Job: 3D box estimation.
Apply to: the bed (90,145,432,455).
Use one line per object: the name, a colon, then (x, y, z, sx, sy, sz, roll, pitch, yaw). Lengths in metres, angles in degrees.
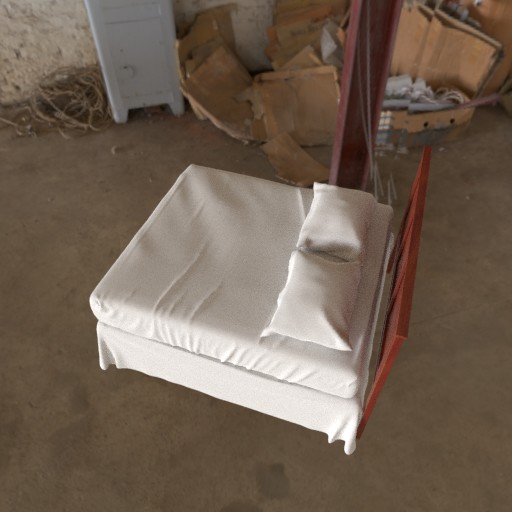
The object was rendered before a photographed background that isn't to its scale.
bed: (0.000, 0.000, 3.238, 2.050, 1.270, 1.870, 14, 48, 13)
